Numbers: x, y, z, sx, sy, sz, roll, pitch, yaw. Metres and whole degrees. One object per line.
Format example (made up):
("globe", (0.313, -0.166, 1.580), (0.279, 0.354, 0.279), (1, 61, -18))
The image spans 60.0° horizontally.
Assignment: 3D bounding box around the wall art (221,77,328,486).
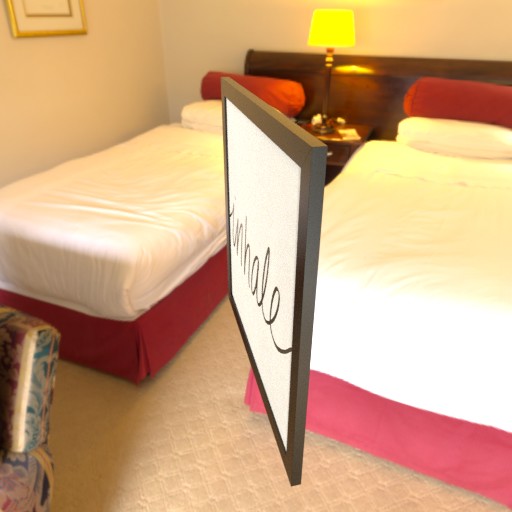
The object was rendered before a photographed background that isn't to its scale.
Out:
("wall art", (0.000, 0.000, 0.660), (0.014, 0.445, 0.446), (-7, 30, -12))
